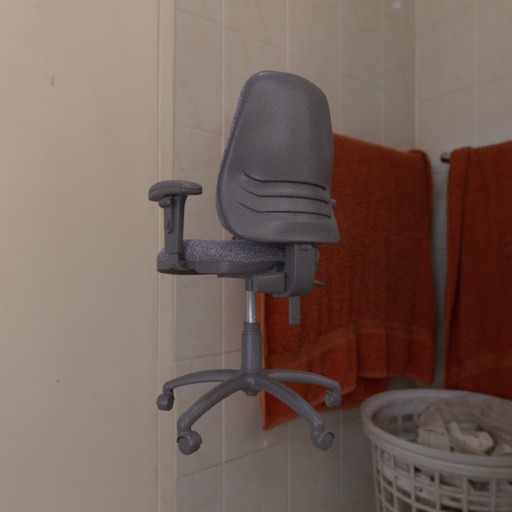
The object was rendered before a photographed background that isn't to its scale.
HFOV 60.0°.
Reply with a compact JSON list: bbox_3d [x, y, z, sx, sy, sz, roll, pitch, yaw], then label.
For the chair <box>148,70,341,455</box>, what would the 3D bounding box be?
[{"bbox_3d":[0.000,0.000,1.238,0.550,0.910,0.530,0,0,-36],"label":"chair"}]
